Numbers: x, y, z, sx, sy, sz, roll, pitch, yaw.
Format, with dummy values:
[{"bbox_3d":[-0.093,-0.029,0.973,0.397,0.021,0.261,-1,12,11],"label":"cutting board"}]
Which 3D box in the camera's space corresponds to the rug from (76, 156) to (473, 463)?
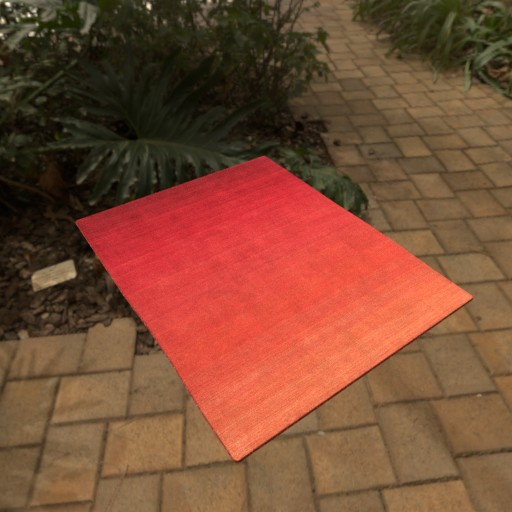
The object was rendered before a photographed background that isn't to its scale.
[{"bbox_3d":[0.000,0.000,3.997,2.340,0.028,2.905,-25,47,-26],"label":"rug"}]
